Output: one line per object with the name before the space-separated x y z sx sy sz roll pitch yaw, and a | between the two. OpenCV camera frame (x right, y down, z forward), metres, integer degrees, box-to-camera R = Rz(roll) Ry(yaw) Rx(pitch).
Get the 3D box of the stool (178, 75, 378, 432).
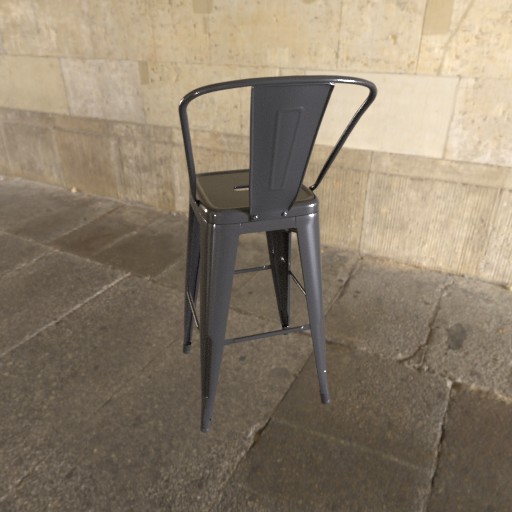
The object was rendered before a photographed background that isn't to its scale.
stool | 0.000 0.000 1.282 0.432 1.022 0.528 -8 29 -15
